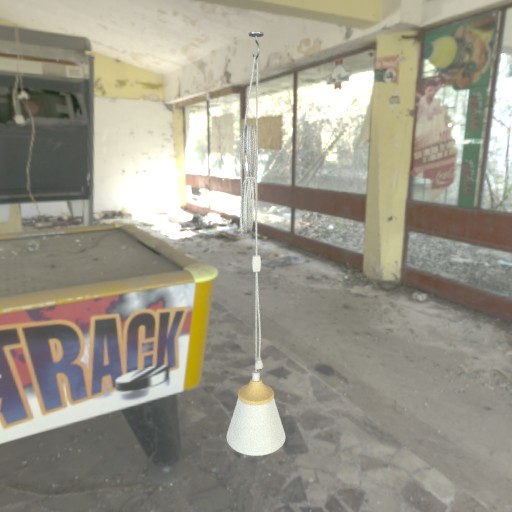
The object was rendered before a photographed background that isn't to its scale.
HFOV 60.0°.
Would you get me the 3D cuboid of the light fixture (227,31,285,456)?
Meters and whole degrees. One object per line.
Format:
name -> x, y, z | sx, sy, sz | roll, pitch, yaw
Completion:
light fixture -> 0.000, 0.000, 1.047 | 0.153, 0.966, 0.153 | 2, 13, 8
